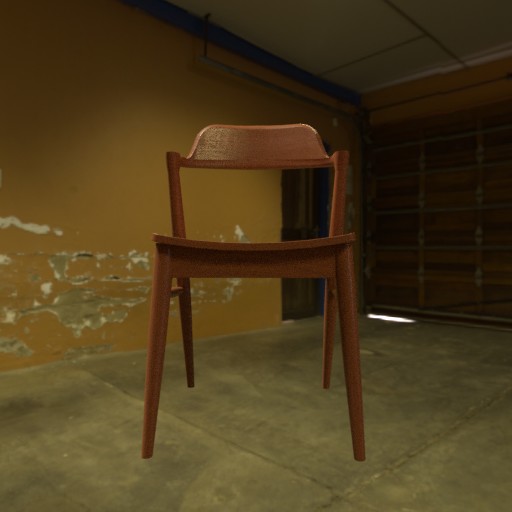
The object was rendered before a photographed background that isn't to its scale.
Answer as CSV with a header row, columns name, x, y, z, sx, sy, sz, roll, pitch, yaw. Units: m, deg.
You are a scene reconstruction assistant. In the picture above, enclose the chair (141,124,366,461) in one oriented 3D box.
name,x,y,z,sx,sy,sz,roll,pitch,yaw
chair,0.000,0.000,1.117,0.496,0.801,0.499,0,0,2
